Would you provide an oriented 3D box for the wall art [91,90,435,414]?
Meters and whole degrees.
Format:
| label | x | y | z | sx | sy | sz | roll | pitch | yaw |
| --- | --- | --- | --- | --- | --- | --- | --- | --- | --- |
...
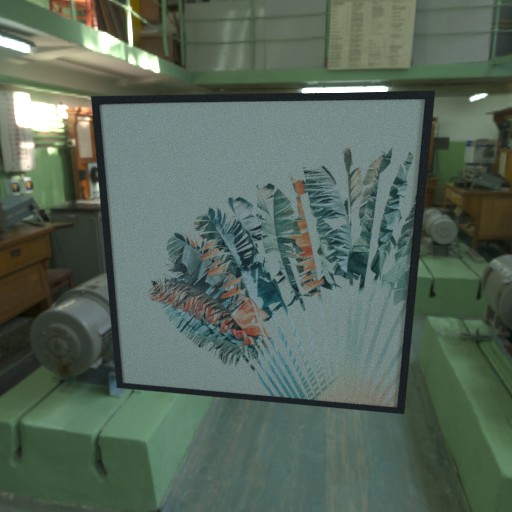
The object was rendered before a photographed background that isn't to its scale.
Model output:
| label | x | y | z | sx | sy | sz | roll | pitch | yaw |
| --- | --- | --- | --- | --- | --- | --- | --- | --- | --- |
| wall art | 0.000 | 0.000 | 0.440 | 0.302 | 0.300 | 0.036 | 2 | 15 | 9 |
